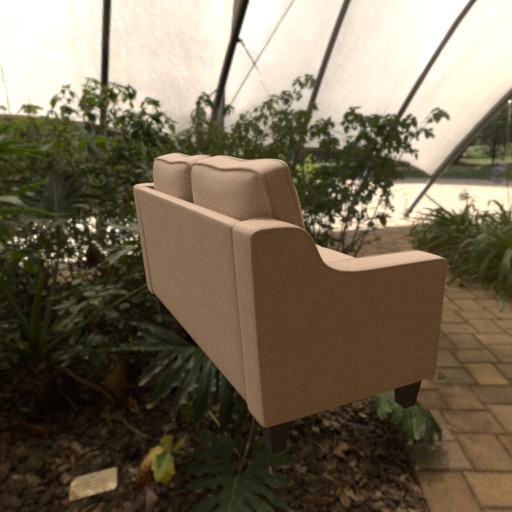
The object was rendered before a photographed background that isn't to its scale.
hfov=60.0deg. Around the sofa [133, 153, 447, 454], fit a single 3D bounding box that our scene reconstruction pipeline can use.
[{"bbox_3d":[0.000,0.000,3.496,1.351,1.562,2.587,-7,16,-26],"label":"sofa"}]
